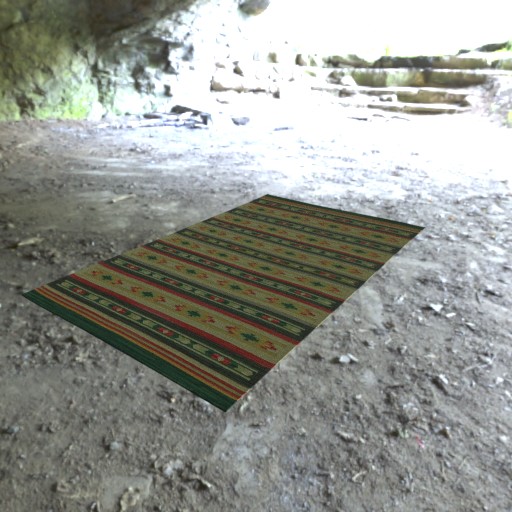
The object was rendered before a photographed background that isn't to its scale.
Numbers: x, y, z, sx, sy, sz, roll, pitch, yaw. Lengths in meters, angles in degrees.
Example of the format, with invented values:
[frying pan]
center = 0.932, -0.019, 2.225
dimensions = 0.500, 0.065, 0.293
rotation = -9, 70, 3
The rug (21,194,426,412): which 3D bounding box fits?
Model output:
[rug]
center = 0.000, 0.000, 3.011
dimensions = 1.520, 0.011, 2.447
rotation = 17, 30, 33
